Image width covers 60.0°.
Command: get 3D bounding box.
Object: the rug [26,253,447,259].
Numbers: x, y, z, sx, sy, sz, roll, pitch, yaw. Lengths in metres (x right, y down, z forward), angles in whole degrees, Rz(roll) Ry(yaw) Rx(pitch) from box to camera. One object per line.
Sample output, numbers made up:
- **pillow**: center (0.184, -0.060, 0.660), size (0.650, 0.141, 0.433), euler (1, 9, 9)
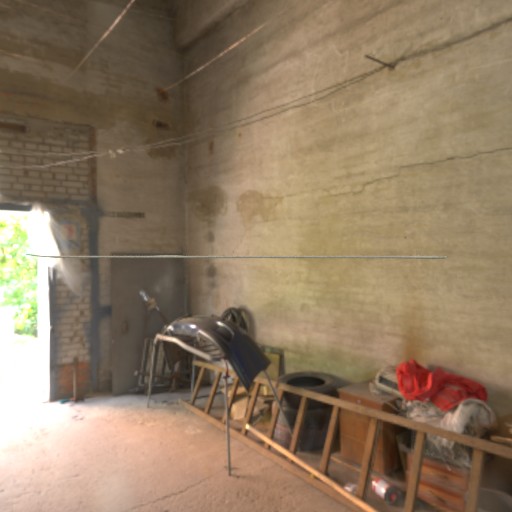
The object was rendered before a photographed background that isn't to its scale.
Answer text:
- **rug**: center (0.000, 0.000, 3.963), size (2.897, 0.035, 2.277), euler (0, 0, 16)
